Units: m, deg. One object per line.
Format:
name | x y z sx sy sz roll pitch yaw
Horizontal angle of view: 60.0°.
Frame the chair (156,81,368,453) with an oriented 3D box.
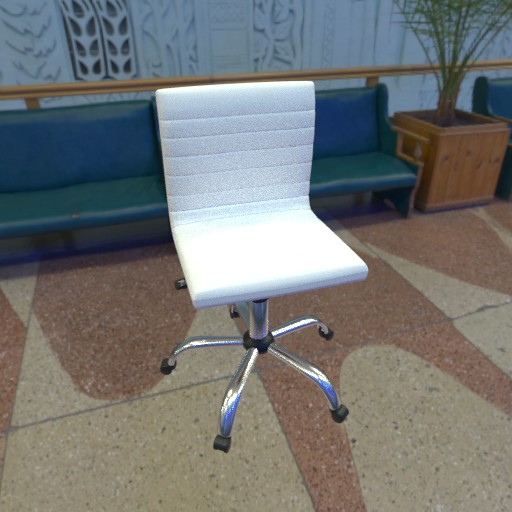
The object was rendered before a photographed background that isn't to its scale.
chair | 0.000 0.000 1.129 0.556 0.780 0.530 -9 32 -14
